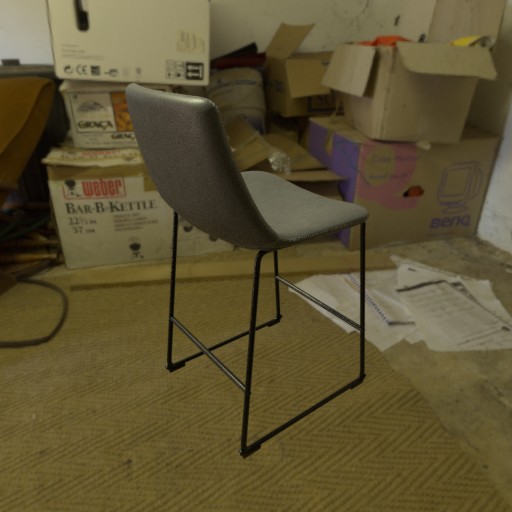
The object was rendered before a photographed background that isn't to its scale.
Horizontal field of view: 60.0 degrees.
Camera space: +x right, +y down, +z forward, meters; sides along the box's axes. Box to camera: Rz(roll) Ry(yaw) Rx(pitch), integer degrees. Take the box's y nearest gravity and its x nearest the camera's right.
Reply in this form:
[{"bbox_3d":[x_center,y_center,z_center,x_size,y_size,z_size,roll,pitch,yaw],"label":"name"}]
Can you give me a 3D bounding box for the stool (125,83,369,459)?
[{"bbox_3d":[0.000,0.000,1.189,0.546,0.876,0.470,-19,33,-33],"label":"stool"}]
